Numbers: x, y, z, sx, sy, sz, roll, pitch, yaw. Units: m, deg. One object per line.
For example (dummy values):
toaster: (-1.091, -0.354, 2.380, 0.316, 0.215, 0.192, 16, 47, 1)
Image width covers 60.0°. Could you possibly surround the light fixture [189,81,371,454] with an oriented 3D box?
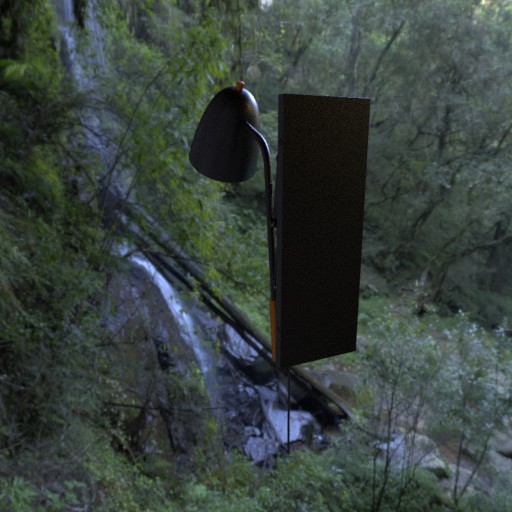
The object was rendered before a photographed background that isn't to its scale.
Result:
light fixture: (0.000, 0.000, 0.936, 0.162, 0.715, 0.499, -6, 15, -25)
